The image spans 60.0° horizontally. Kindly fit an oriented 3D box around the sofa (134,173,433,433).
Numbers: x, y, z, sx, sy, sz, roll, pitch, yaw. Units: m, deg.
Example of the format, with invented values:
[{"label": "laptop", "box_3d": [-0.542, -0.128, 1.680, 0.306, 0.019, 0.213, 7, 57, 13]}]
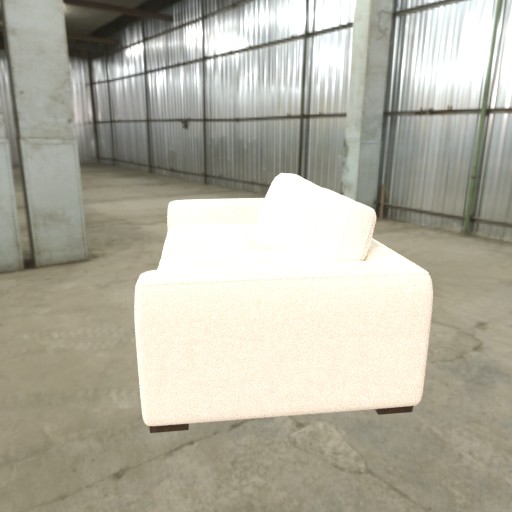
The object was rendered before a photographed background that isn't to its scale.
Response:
[{"label": "sofa", "box_3d": [0.000, 0.000, 2.443, 1.069, 0.801, 1.920, -2, 16, -7]}]
